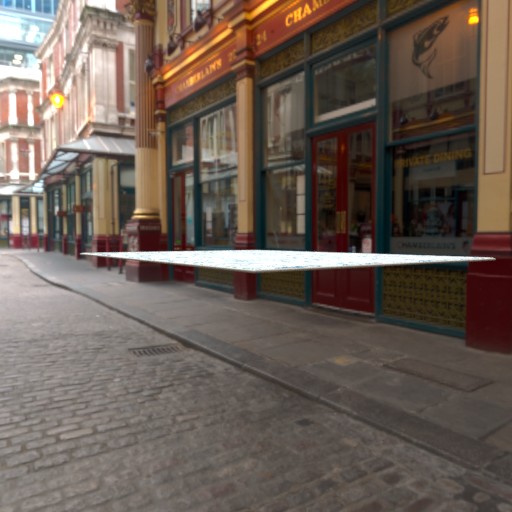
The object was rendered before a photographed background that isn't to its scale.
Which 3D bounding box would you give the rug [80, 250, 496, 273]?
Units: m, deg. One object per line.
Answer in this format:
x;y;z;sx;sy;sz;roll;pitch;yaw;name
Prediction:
0.000;0.000;2.799;1.586;0.014;2.197;-1;3;-36;rug
